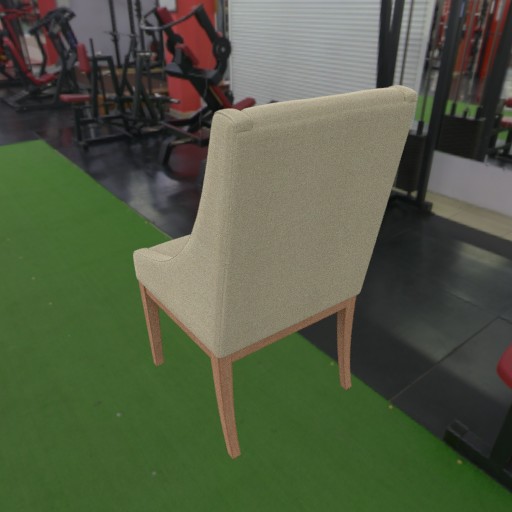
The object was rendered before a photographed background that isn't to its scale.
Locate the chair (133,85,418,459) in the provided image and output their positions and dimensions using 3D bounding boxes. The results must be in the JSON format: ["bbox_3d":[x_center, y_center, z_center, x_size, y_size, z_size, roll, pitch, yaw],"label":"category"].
[{"bbox_3d":[0.000,0.000,1.376,0.575,1.021,0.611,-19,35,-30],"label":"chair"}]
